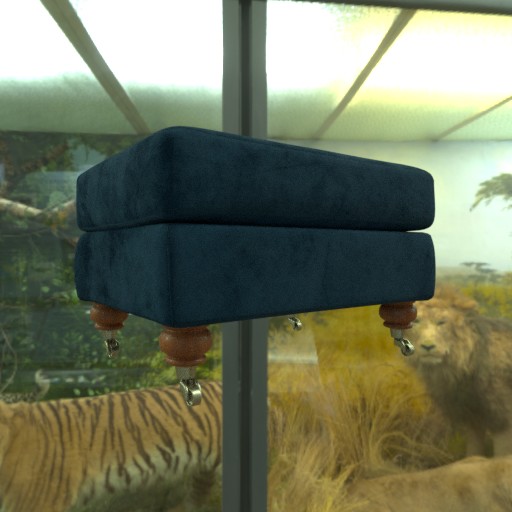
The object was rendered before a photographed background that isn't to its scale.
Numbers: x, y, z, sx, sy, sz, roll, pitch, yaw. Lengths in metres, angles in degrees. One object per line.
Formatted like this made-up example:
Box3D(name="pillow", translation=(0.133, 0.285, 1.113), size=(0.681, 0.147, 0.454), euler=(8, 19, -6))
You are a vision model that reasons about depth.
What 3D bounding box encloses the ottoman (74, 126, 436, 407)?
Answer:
Box3D(name="ottoman", translation=(0.000, 0.000, 1.136), size=(0.773, 0.503, 0.572), euler=(-1, 1, -36))
